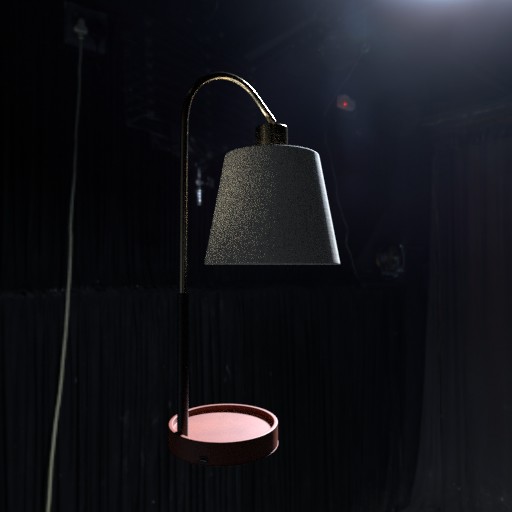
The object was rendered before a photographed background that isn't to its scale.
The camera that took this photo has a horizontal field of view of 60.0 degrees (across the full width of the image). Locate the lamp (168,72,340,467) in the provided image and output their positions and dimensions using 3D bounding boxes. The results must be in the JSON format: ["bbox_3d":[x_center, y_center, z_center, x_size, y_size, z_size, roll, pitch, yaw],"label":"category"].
[{"bbox_3d":[0.000,0.000,0.677,0.273,0.536,0.211,1,-1,-37],"label":"lamp"}]
